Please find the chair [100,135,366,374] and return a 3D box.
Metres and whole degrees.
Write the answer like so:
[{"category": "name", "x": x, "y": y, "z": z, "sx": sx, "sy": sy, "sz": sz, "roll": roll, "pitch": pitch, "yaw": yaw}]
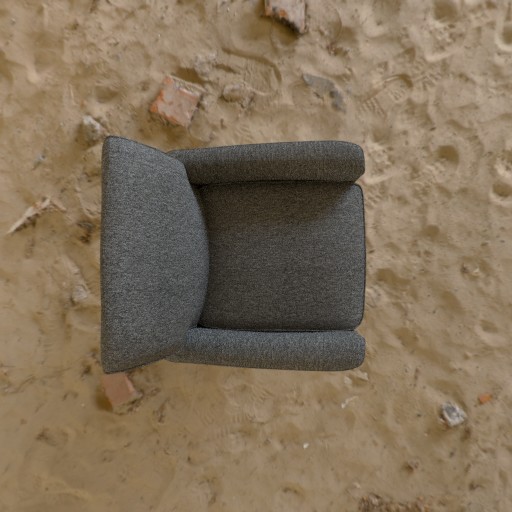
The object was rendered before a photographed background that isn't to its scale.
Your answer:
[{"category": "chair", "x": 0.000, "y": 0.000, "z": 1.697, "sx": 0.864, "sy": 1.014, "sz": 0.848, "roll": 0, "pitch": 89, "yaw": 2}]
